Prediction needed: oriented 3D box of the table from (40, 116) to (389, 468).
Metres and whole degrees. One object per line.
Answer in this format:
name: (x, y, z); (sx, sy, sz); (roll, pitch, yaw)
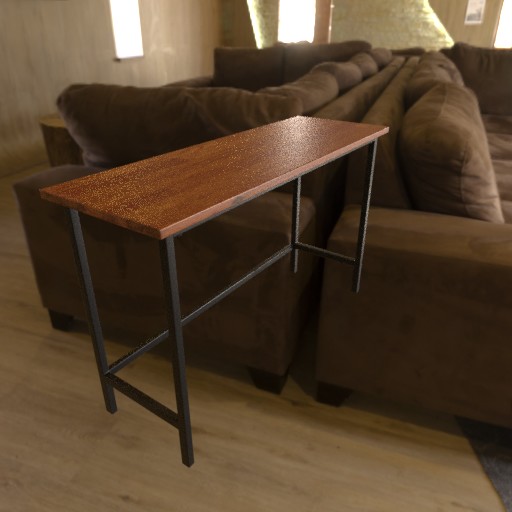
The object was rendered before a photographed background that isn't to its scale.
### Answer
table: (0.000, 0.000, 1.552); (0.408, 0.740, 1.204); (18, 32, 31)
